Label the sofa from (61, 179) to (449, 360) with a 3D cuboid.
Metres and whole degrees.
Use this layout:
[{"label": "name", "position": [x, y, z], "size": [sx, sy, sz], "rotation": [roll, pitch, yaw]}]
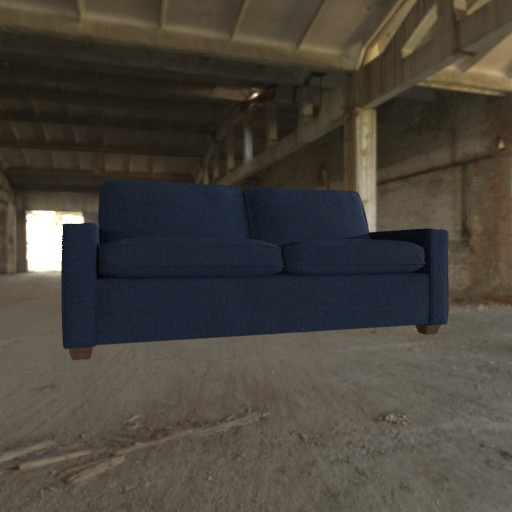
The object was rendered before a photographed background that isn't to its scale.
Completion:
[{"label": "sofa", "position": [0.000, 0.000, 2.641], "size": [2.080, 0.919, 0.940], "rotation": [0, 1, -18]}]
